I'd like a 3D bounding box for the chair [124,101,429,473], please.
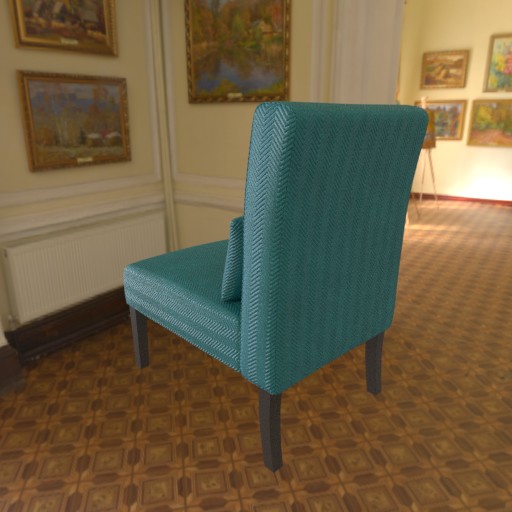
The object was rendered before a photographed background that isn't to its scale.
[{"bbox_3d":[0.000,0.000,1.440,0.579,0.927,0.808,-16,24,-41],"label":"chair"}]
